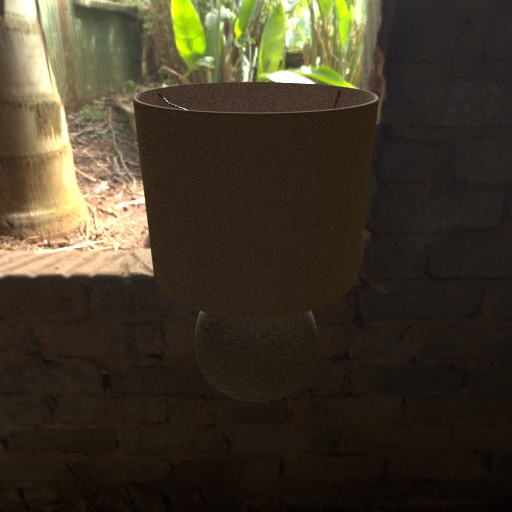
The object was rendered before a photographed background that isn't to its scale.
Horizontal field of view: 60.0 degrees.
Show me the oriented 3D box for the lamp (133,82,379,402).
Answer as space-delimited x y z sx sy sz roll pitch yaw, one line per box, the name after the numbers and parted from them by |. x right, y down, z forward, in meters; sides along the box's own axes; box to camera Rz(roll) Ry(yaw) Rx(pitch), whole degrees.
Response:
0.000 0.000 0.590 0.269 0.409 0.269 -18 32 -31 | lamp
